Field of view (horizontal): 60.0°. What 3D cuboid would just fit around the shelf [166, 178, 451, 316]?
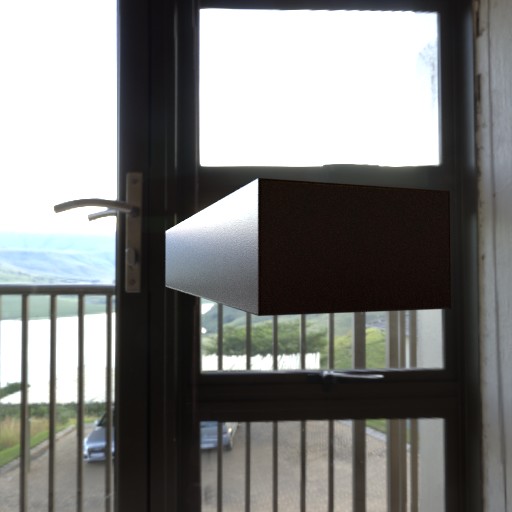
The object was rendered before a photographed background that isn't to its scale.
[{"bbox_3d":[0.000,0.000,0.525,0.152,0.088,0.457,0,-1,-19],"label":"shelf"}]
